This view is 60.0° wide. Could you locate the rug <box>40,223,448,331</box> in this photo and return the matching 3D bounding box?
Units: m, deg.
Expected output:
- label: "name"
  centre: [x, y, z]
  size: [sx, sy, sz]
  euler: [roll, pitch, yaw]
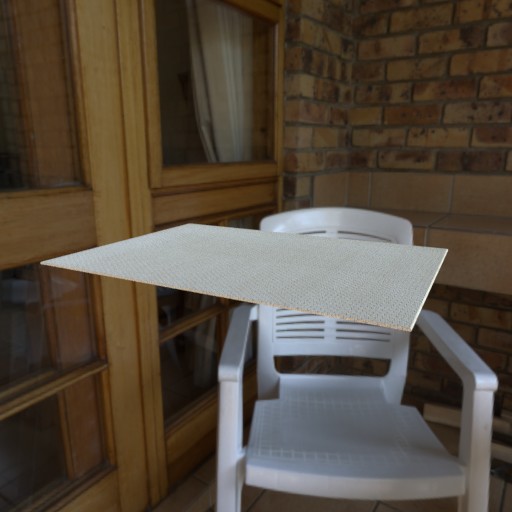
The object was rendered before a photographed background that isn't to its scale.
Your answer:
- label: "rug"
  centre: [0.000, 0.000, 2.839]
  size: [2.144, 0.013, 1.509]
  euler: [7, 16, 27]
